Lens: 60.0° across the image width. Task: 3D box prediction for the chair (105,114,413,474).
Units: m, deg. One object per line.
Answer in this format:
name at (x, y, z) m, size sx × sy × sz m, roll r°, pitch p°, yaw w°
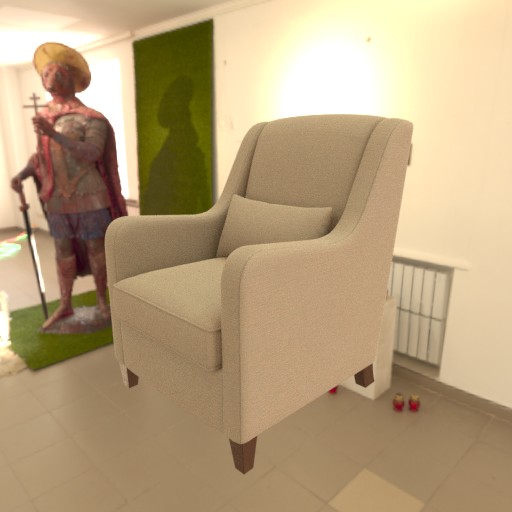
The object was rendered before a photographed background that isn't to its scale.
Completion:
chair at (0.000, 0.000, 1.627) m, size 0.715 × 1.017 × 0.896 m, roll 15°, pitch 21°, yaw 43°
